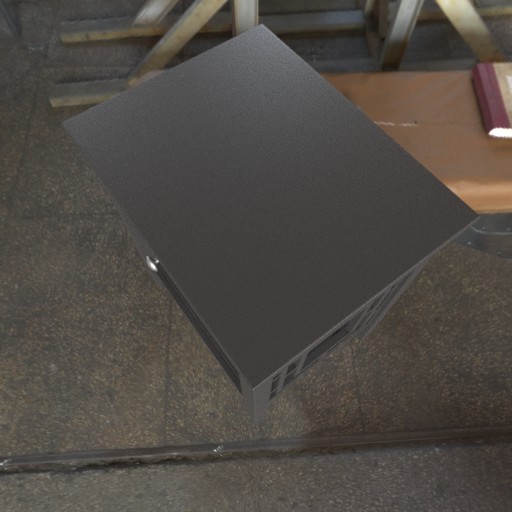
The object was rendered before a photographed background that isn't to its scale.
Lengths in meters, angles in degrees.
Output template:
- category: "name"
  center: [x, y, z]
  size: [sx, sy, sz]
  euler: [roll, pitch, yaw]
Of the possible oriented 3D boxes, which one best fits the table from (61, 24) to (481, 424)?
- category: "table"
  center: [0.000, 0.000, 1.014]
  size: [0.451, 0.646, 0.564]
  euler: [-34, 68, -15]
